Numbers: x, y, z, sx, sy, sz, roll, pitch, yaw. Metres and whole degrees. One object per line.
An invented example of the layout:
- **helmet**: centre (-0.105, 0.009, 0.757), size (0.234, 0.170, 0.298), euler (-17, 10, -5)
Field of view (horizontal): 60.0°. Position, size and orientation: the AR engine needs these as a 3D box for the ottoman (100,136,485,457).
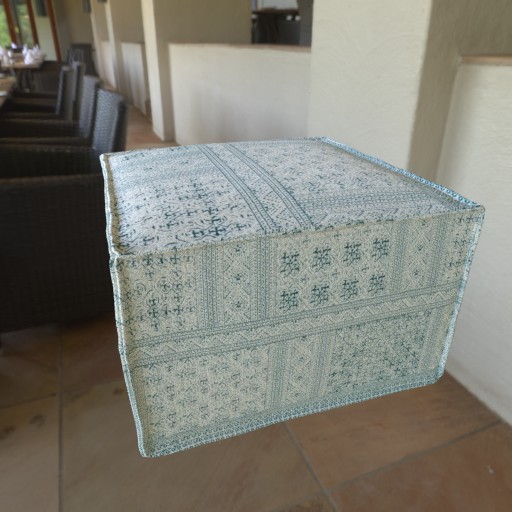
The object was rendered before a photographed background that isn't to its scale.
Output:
- **ottoman**: centre (0.000, 0.000, 0.996), size (0.617, 0.439, 0.626), euler (-8, 27, -17)
